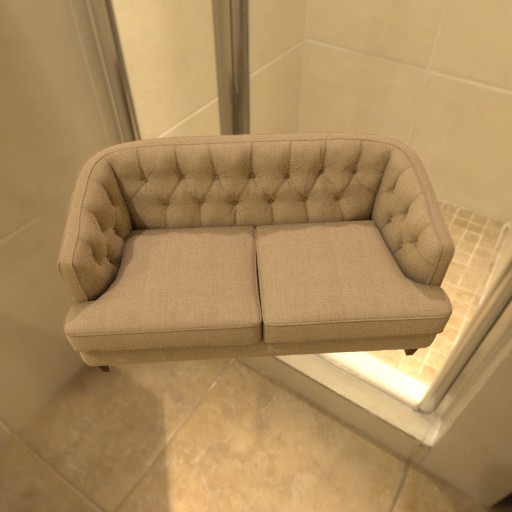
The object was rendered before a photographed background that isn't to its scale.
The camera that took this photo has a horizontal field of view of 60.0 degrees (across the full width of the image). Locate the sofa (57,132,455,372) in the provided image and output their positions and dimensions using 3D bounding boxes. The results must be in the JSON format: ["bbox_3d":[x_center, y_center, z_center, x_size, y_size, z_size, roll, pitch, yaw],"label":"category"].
[{"bbox_3d":[0.000,0.000,2.258,1.733,0.855,0.941,-3,47,-2],"label":"sofa"}]
